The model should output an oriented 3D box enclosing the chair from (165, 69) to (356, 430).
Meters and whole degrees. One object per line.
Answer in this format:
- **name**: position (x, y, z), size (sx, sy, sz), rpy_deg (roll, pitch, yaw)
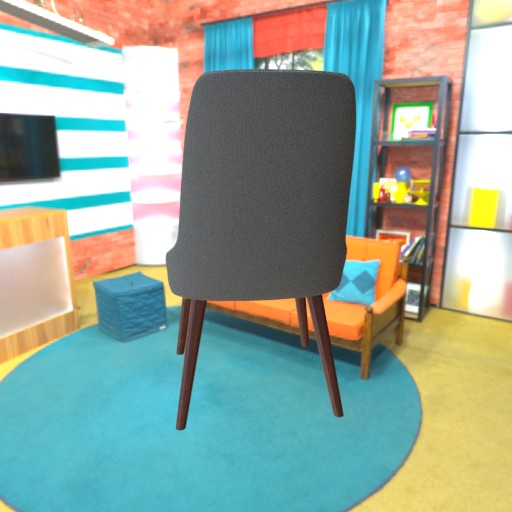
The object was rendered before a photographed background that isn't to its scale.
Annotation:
- **chair**: position (0.000, 0.000, 1.297), size (0.535, 0.918, 0.707), rpy_deg (-2, 14, -7)
